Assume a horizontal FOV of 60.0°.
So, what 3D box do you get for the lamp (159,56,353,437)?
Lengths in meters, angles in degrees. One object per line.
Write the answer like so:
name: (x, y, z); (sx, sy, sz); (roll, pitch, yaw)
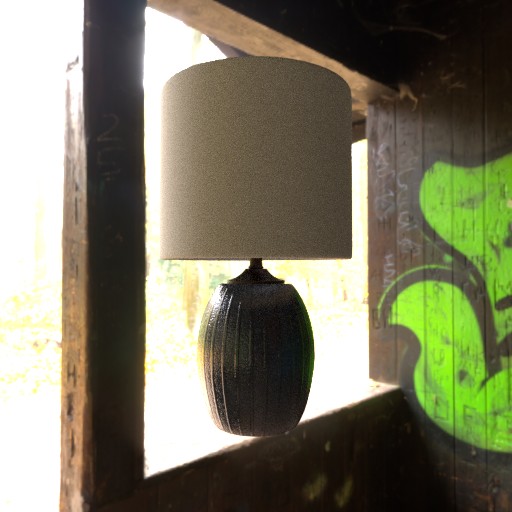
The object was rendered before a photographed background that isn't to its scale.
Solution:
lamp: (0.000, 0.000, 0.771); (0.329, 0.570, 0.329); (0, -1, 19)
